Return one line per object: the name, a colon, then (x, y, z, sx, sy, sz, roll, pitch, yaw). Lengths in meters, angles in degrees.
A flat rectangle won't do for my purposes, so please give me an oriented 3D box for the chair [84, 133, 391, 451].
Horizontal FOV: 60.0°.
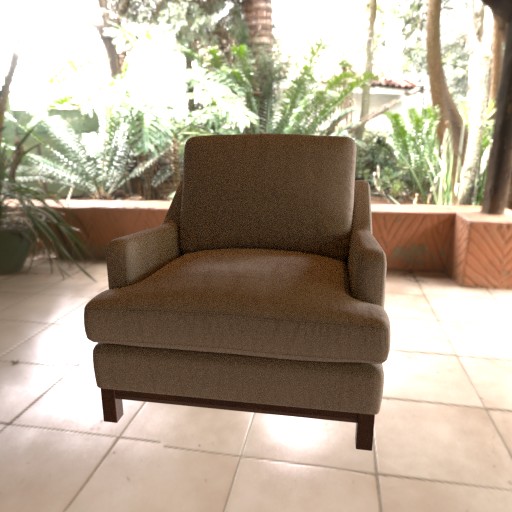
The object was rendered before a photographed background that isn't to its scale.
chair: (0.000, 0.000, 1.702, 0.912, 0.916, 1.001, 2, 15, 9)
